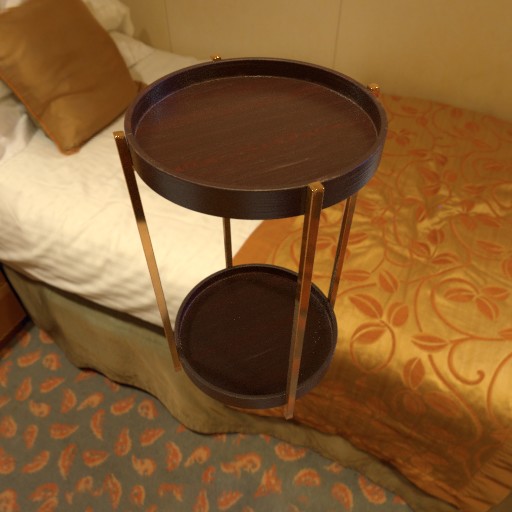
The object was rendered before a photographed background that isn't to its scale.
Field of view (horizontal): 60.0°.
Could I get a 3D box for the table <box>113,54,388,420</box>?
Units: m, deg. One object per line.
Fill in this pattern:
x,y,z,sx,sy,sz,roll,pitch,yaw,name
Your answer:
0.000,0.000,0.850,0.400,0.610,0.400,-15,48,-14,table
